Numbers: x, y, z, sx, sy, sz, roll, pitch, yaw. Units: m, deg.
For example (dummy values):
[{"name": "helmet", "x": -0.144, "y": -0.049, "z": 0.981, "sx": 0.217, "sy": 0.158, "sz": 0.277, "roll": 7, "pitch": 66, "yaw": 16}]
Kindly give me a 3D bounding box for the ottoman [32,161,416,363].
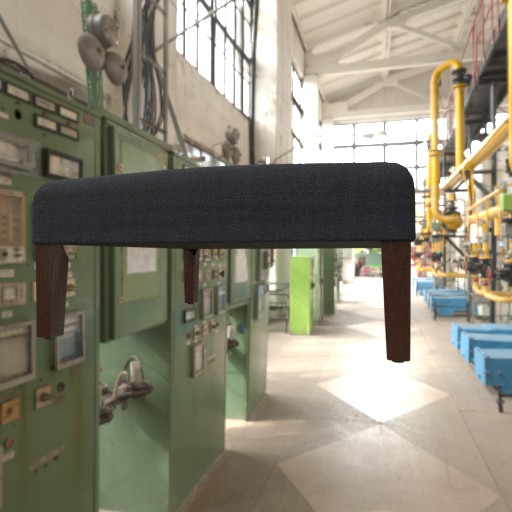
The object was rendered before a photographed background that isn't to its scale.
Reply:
[{"name": "ottoman", "x": 0.000, "y": 0.000, "z": 1.376, "sx": 0.890, "sy": 0.411, "sz": 0.889, "roll": 0, "pitch": 0, "yaw": 17}]
